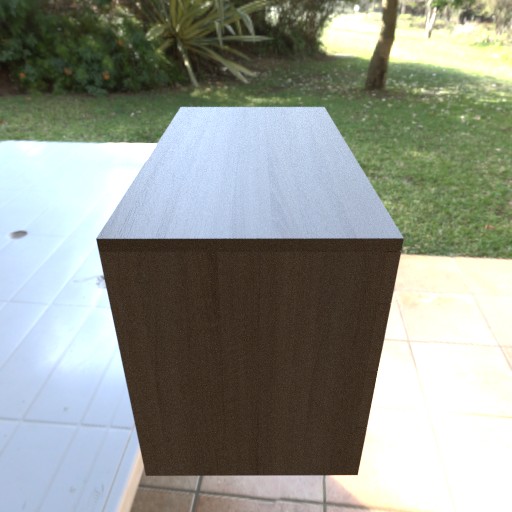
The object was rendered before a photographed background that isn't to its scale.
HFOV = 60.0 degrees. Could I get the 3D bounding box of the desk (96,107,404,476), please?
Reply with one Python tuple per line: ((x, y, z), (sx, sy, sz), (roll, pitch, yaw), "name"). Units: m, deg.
((0.000, 0.000, 1.486), (0.600, 0.731, 1.100), (0, 31, 0), "desk")
